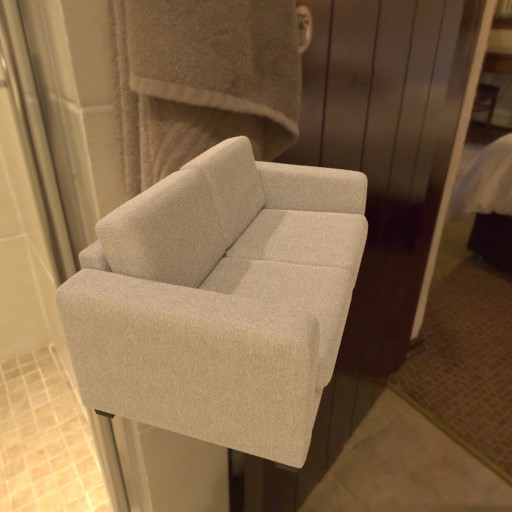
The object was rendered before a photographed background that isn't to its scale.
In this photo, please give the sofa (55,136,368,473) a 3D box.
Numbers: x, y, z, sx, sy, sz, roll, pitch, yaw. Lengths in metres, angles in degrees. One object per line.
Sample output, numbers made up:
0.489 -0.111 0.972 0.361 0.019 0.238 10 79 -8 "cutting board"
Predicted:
0.000 0.000 2.021 0.900 0.800 1.540 9 30 16 "sofa"
